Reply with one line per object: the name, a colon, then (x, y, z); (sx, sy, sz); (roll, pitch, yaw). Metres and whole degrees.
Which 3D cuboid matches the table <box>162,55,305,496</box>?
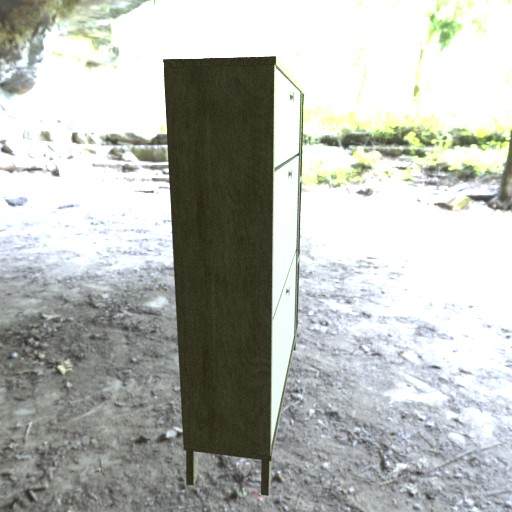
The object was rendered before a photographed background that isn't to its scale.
table: (0.000, 0.000, 1.528); (0.256, 1.135, 0.902); (3, 16, 10)
